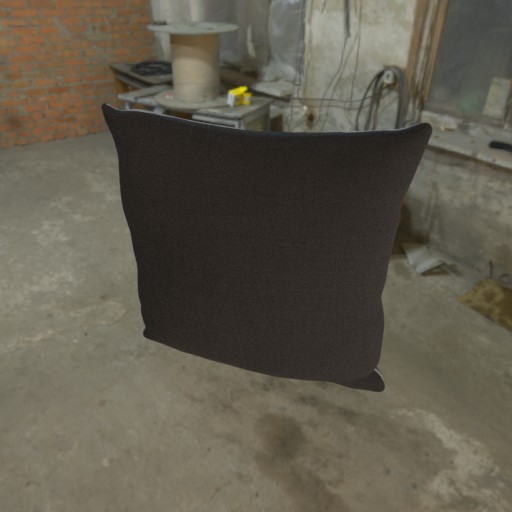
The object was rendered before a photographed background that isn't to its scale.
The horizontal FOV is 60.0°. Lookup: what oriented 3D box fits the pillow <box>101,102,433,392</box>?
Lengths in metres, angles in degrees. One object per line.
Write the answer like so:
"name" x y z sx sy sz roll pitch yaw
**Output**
"pillow" 0.000 0.000 0.762 0.503 0.496 0.208 9 33 15
